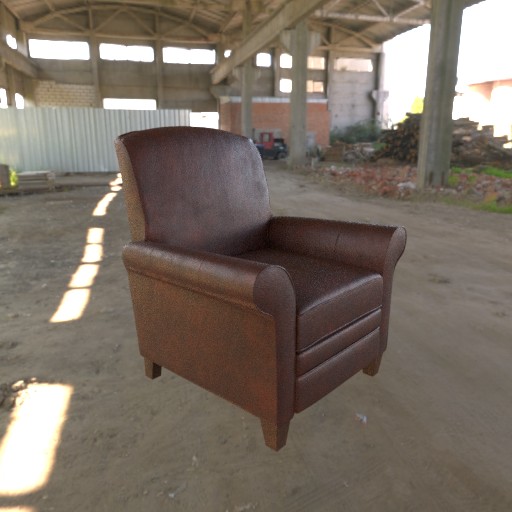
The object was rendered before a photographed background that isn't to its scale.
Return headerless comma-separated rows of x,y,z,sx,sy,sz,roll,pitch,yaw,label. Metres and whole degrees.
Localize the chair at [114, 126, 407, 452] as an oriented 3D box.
0.000,0.000,1.850,0.902,1.061,0.978,12,19,41,chair
